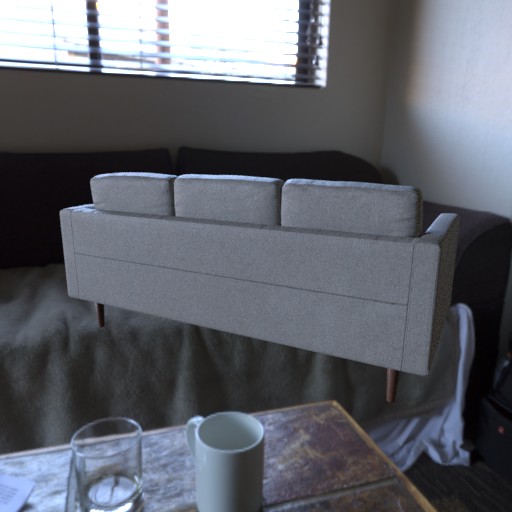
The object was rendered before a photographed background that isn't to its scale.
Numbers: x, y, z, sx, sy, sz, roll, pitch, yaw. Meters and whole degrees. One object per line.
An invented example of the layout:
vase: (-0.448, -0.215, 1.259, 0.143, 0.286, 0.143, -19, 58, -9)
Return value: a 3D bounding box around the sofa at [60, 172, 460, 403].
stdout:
sofa: (0.000, 0.000, 2.474, 1.983, 0.918, 0.944, 7, 16, 27)
